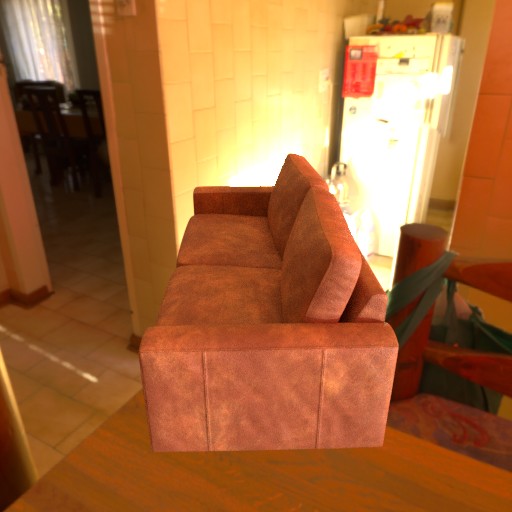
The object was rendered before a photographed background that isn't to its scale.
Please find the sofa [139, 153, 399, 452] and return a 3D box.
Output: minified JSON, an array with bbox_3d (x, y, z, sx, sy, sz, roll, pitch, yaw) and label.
[{"bbox_3d":[0.000,0.000,2.677,1.016,0.873,2.179,-1,25,-1],"label":"sofa"}]
